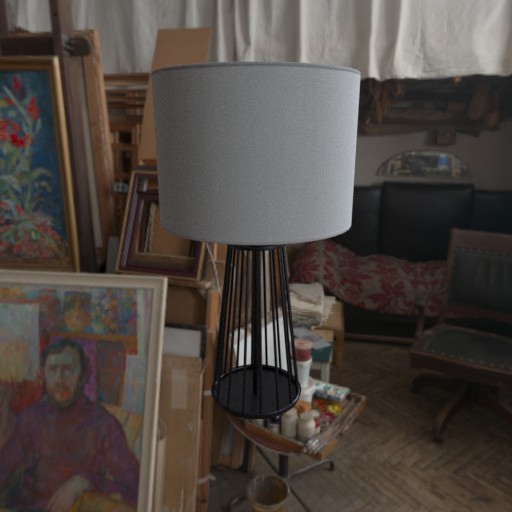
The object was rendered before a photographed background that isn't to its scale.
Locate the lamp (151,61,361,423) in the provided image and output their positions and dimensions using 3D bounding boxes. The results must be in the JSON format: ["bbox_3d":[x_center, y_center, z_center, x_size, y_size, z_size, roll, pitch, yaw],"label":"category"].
[{"bbox_3d":[0.000,0.000,0.782,0.322,0.593,0.322,-9,19,-28],"label":"lamp"}]
